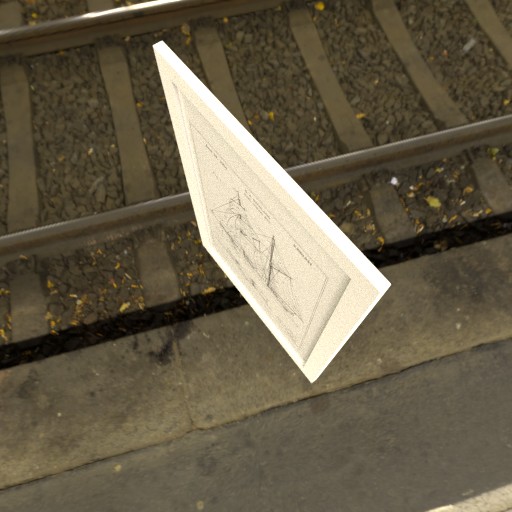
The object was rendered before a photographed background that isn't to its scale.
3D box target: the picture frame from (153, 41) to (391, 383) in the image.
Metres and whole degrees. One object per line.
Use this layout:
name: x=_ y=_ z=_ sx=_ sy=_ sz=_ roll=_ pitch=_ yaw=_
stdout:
picture frame: x=0.000 y=0.000 z=0.598 sx=0.011 sy=0.459 sz=0.326 roll=-35 pitch=70 yaw=-14
